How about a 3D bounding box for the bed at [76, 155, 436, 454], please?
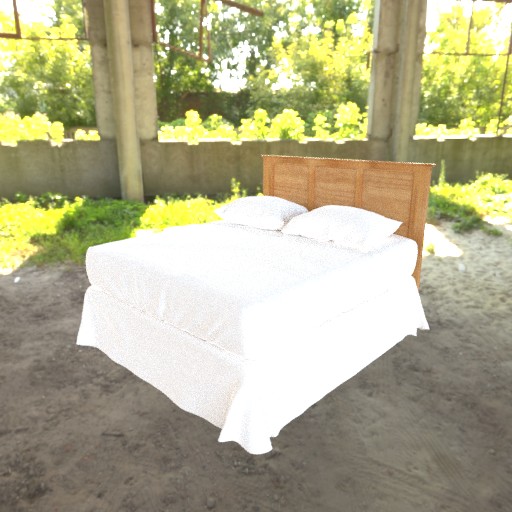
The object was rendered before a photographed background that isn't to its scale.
[{"bbox_3d":[0.000,0.000,3.182,1.870,1.273,2.035,15,22,41],"label":"bed"}]
